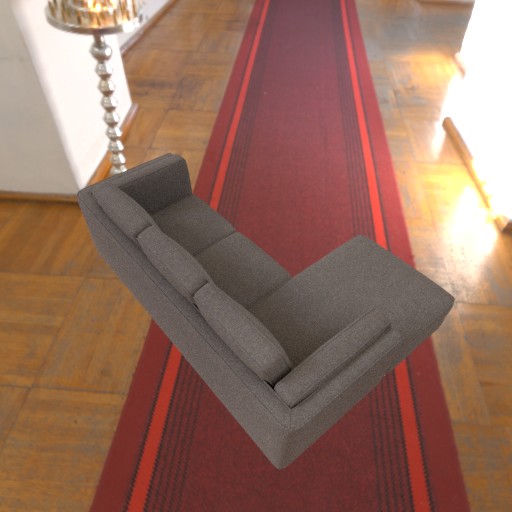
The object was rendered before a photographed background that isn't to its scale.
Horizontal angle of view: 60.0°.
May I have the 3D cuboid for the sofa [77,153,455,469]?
[{"bbox_3d":[0.000,0.000,3.238,1.604,0.929,2.411,-31,53,-27],"label":"sofa"}]
